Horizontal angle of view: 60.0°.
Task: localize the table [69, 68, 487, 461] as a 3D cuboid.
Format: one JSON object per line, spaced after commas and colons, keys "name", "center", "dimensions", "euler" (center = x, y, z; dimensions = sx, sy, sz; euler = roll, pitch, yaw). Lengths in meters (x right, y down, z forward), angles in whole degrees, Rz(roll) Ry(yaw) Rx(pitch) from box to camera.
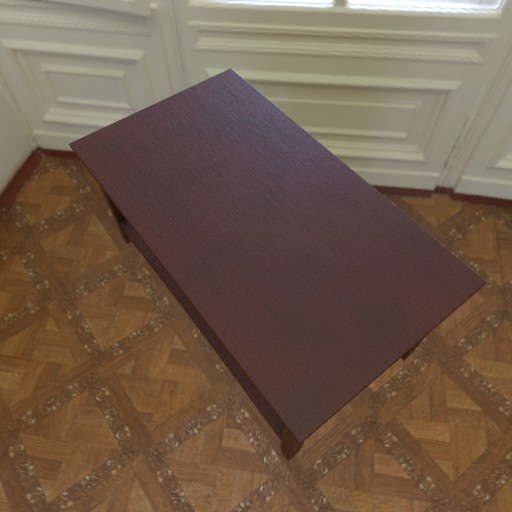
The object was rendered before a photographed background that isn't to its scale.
{"name": "table", "center": [0.000, 0.000, 1.258], "dimensions": [0.533, 0.456, 0.943], "euler": [-33, 63, -19]}
